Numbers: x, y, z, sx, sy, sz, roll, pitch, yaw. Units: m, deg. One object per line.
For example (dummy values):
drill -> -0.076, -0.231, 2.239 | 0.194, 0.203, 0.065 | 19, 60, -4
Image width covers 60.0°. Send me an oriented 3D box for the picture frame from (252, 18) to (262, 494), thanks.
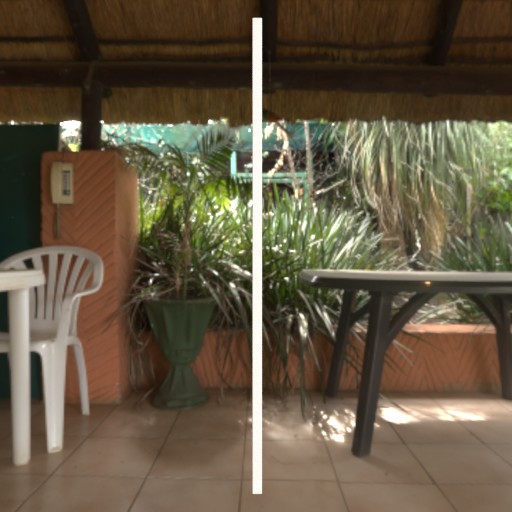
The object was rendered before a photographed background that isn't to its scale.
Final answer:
picture frame -> 0.000, 0.000, 0.841 | 0.013, 0.657, 0.457 | 0, 0, 0
